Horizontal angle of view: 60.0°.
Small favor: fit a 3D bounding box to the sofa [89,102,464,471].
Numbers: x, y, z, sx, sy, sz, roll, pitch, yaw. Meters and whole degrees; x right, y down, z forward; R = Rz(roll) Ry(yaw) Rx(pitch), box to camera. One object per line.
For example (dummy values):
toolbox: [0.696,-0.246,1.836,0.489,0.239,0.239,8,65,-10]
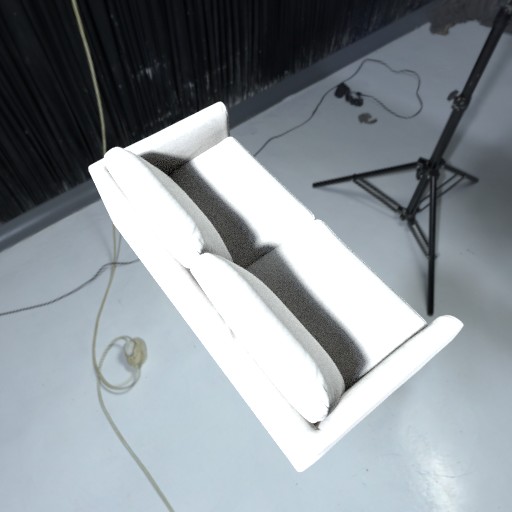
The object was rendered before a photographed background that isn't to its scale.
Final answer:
sofa: [0.000,0.000,2.814,1.090,0.838,2.588,-33,64,-19]
